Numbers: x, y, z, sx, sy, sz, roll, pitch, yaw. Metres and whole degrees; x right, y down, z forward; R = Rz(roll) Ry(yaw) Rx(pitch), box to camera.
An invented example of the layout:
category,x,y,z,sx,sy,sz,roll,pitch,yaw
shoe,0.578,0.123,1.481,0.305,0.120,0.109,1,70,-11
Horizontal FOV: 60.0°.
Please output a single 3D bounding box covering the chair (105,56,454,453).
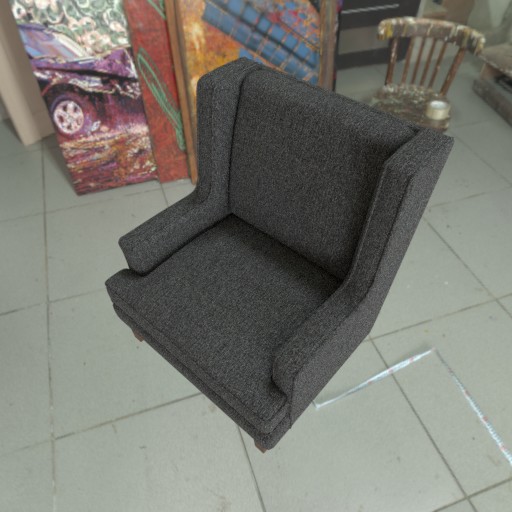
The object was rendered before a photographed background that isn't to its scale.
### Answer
category,x,y,z,sx,sy,sz,roll,pitch,yaw
chair,0.000,0.000,1.802,0.942,1.082,0.927,33,55,27
